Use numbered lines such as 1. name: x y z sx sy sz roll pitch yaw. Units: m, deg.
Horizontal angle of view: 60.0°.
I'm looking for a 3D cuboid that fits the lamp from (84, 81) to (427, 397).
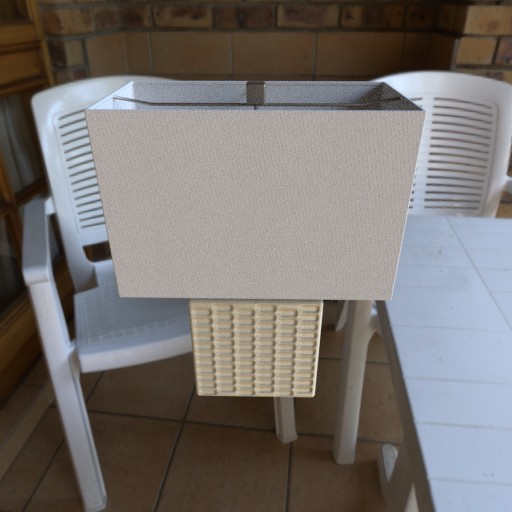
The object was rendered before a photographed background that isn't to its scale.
1. lamp: 0.000 0.000 0.698 0.380 0.515 0.200 1 30 1
